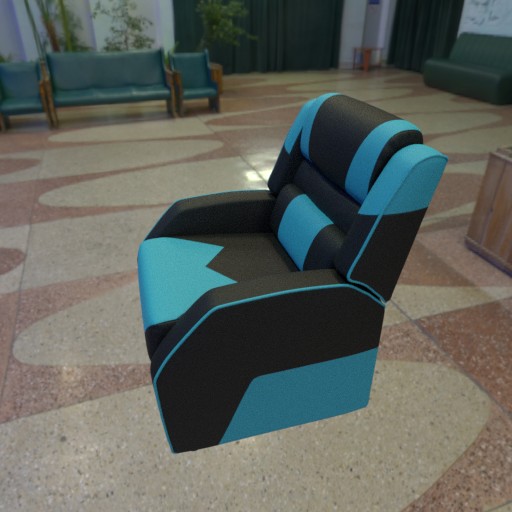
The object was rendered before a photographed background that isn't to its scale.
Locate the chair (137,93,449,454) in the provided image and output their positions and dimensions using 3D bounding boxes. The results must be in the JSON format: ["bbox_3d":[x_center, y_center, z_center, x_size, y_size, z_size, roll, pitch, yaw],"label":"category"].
[{"bbox_3d":[0.000,0.000,1.271,0.672,0.805,0.620,-8,31,-14],"label":"chair"}]
